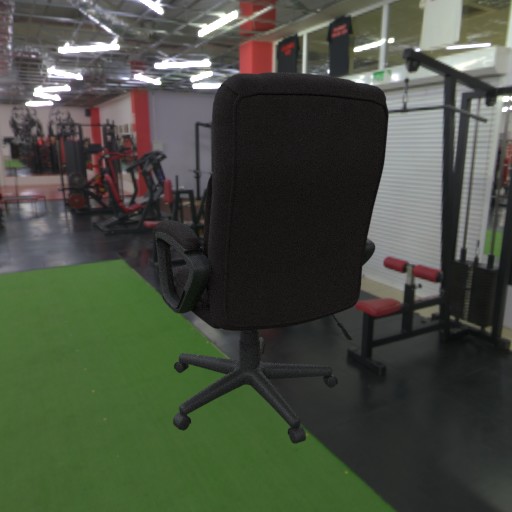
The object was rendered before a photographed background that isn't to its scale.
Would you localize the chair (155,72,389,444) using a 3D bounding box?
[{"bbox_3d":[0.000,0.000,1.547,0.667,1.105,0.724,-7,15,-26],"label":"chair"}]
